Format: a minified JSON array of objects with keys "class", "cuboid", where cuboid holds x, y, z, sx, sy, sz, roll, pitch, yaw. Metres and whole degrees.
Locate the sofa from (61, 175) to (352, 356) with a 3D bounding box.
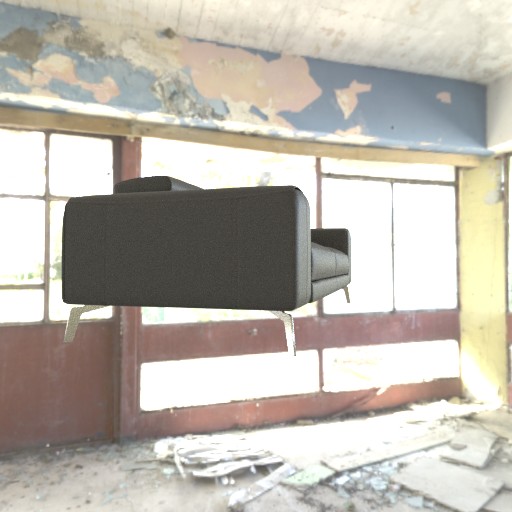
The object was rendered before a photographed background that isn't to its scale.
[{"class":"sofa","cuboid":[0.000,0.000,2.797,1.023,0.759,2.321,0,-1,17]}]
